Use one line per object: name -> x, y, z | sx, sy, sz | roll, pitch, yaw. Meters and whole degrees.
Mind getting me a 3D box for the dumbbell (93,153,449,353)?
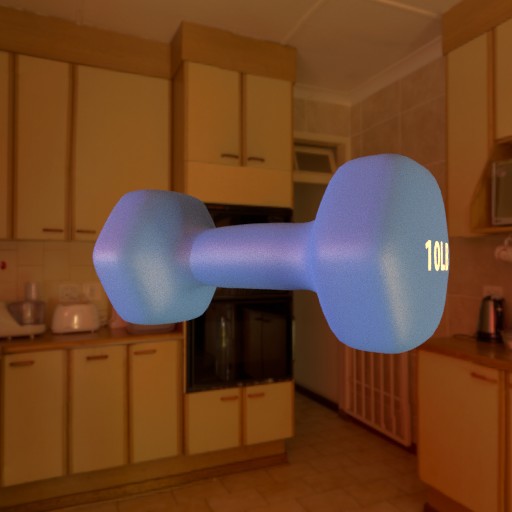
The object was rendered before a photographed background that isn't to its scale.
dumbbell -> 0.000, 0.000, 0.268 | 0.212, 0.093, 0.103 | -1, -1, 36
